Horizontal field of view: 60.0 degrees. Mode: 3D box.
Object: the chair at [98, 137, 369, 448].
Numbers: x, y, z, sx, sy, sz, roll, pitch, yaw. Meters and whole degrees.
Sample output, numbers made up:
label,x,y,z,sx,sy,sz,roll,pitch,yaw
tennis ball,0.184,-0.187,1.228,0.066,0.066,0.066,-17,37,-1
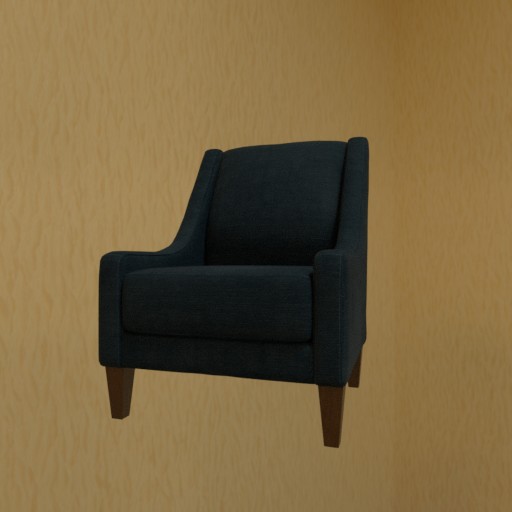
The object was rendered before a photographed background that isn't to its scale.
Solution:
label,x,y,z,sx,sy,sz,roll,pitch,yaw
chair,0.000,0.000,1.630,0.774,1.014,0.870,0,0,18
